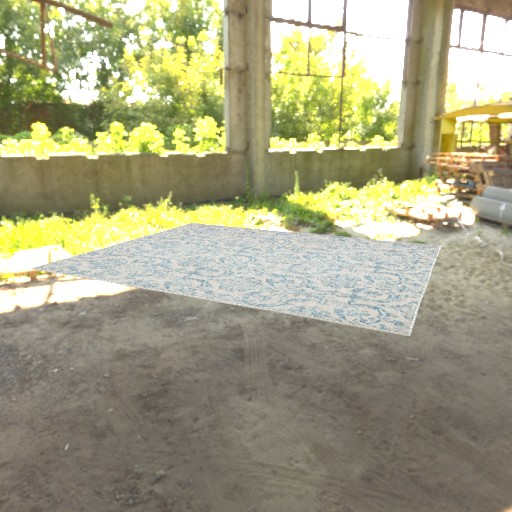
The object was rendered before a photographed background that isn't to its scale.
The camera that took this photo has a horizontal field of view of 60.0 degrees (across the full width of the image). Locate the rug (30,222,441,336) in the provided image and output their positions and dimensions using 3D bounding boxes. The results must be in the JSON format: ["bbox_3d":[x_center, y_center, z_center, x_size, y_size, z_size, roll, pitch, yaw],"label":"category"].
[{"bbox_3d":[0.000,0.000,4.033,2.980,0.012,2.363,7,16,25],"label":"rug"}]
